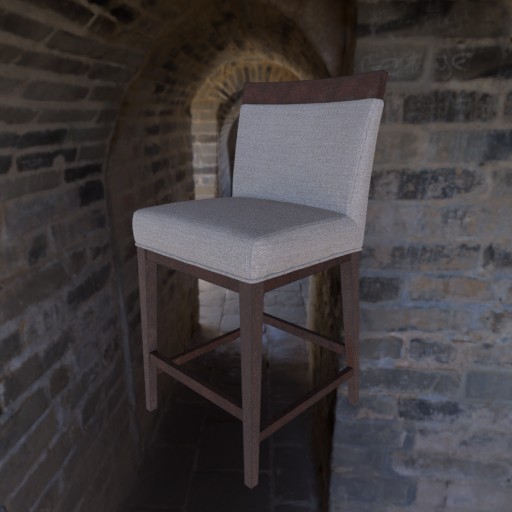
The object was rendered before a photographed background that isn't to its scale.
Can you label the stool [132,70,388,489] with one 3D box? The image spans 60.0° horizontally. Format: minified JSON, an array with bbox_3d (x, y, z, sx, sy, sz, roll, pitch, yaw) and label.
[{"bbox_3d":[0.000,0.000,1.301,0.512,1.009,0.531,15,22,42],"label":"stool"}]
